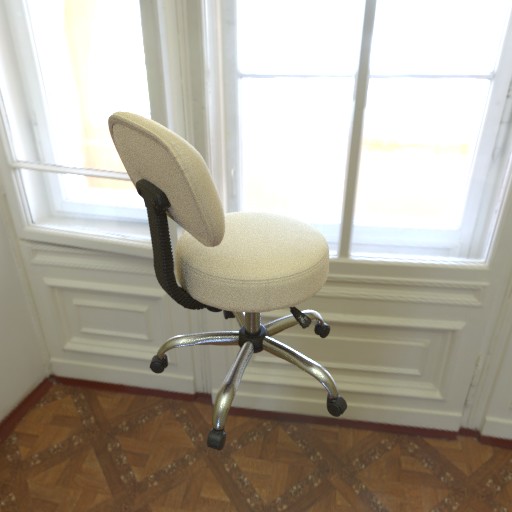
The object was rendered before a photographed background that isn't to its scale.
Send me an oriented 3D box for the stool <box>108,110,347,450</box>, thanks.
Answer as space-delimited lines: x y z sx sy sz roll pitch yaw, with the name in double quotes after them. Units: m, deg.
0.000 0.000 1.216 0.616 0.810 0.609 -19 33 -31 "stool"
